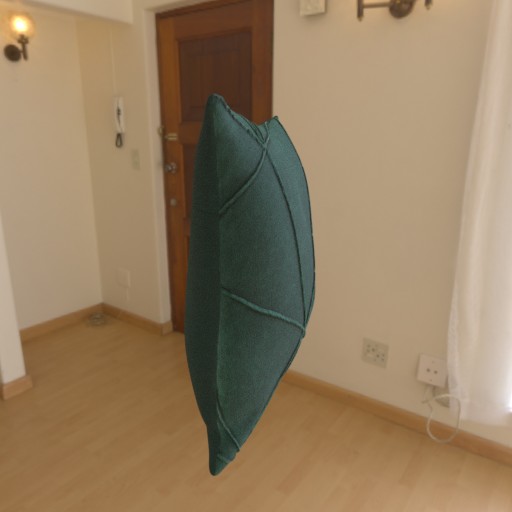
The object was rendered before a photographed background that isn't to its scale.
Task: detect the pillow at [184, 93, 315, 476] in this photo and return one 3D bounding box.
[{"bbox_3d":[0.000,0.000,0.682,0.184,0.440,0.439,3,16,11],"label":"pillow"}]
